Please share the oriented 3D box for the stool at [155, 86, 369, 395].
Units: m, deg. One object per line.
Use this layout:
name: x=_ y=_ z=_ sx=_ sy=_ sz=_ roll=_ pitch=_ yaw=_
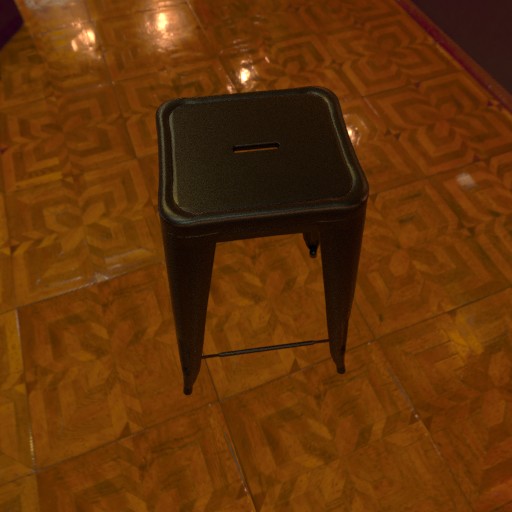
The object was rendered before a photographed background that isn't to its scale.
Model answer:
stool: x=0.000 y=0.000 z=0.905 sx=0.455 sy=0.609 sz=0.423 roll=-16 pitch=59 yaw=-10
